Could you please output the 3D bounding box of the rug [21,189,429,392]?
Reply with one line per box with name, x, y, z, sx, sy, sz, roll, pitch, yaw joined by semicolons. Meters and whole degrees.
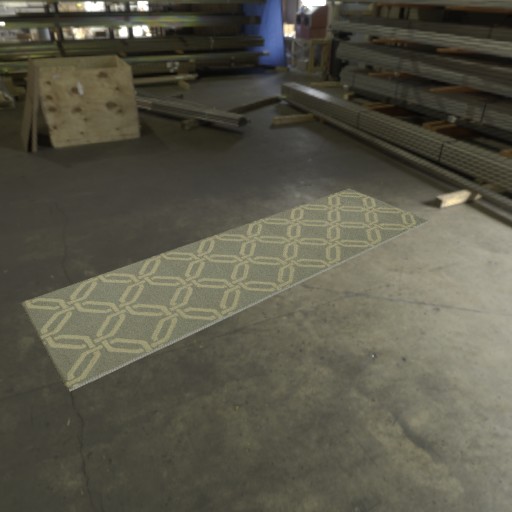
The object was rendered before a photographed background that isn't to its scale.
rug;0.000;0.000;2.453;2.276;0.014;0.678;-22;37;-32
